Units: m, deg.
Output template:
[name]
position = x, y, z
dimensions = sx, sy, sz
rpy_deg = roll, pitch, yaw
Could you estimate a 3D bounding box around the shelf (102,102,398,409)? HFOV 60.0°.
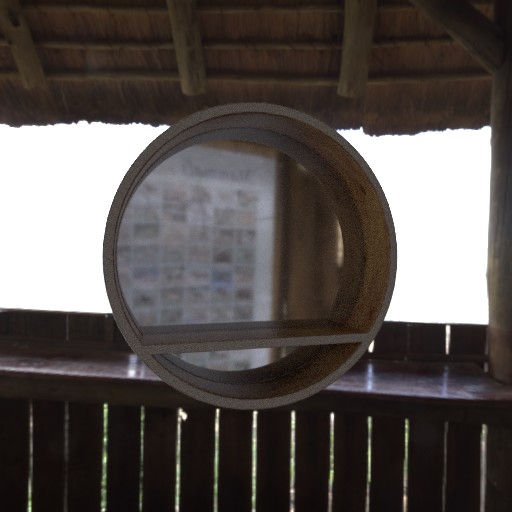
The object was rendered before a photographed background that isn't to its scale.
[shelf]
position = 0.000, 0.000, 1.240
dimensions = 0.806, 0.807, 0.158
rpy_deg = 0, 0, -16
